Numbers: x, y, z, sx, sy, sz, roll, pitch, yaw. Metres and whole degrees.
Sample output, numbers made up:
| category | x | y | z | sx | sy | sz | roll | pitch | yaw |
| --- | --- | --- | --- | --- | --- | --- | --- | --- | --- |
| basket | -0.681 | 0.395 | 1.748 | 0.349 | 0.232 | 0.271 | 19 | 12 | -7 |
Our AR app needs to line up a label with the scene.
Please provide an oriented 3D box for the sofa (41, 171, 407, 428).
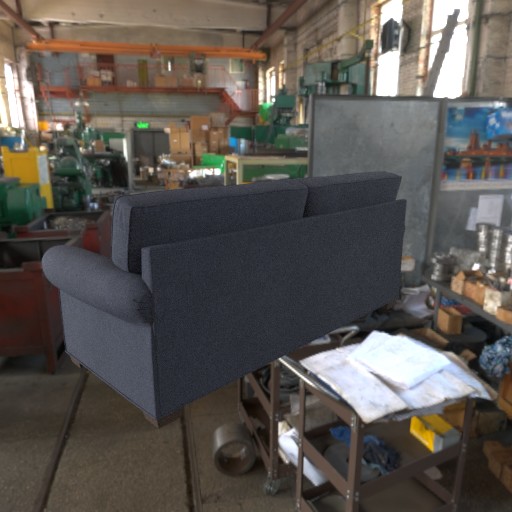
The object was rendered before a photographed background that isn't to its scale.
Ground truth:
| category | x | y | z | sx | sy | sz | roll | pitch | yaw |
| --- | --- | --- | --- | --- | --- | --- | --- | --- | --- |
| sofa | 0.000 | 0.000 | 2.870 | 0.954 | 1.026 | 2.391 | 14 | 20 | 43 |
